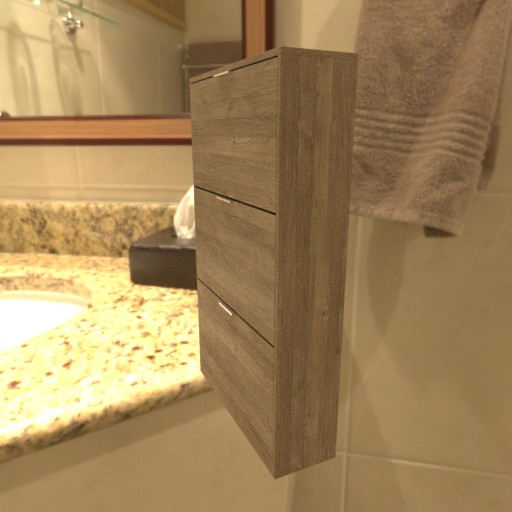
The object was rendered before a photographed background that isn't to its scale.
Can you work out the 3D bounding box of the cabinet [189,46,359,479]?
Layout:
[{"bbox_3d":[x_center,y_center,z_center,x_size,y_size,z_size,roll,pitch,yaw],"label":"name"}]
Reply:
[{"bbox_3d":[0.000,0.000,1.627,0.250,1.280,0.750,-7,17,-24],"label":"cabinet"}]
